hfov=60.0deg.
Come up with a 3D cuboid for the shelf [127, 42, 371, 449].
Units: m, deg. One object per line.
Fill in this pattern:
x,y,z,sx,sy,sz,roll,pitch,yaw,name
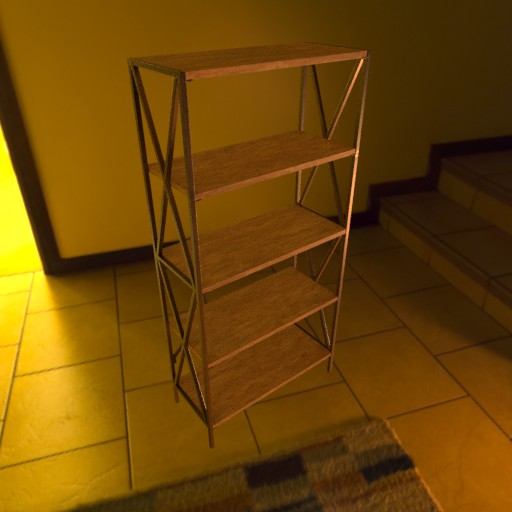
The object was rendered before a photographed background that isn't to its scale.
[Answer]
0.000,0.000,2.158,0.874,1.803,0.386,-22,38,-31,shelf
